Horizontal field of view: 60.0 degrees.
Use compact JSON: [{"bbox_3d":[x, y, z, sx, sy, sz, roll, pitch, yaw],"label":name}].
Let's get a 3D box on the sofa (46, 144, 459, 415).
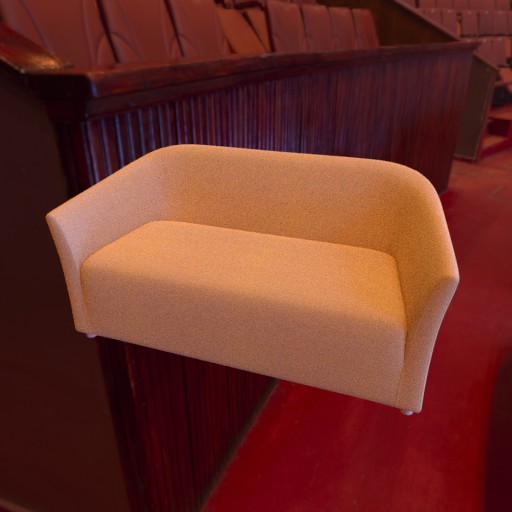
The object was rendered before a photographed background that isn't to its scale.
[{"bbox_3d":[0.000,0.000,1.843,1.452,0.721,0.705,9,28,17],"label":"sofa"}]
